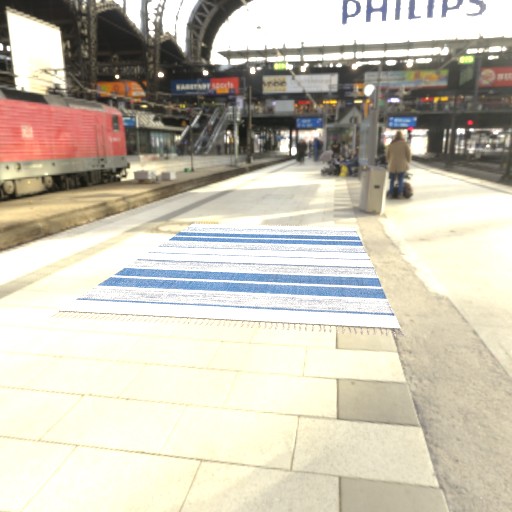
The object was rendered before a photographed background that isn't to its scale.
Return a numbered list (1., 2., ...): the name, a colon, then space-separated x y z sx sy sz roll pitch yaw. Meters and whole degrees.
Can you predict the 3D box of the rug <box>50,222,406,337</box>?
1. rug: 0.000 0.000 3.034 1.532 0.010 2.441 2 14 7
